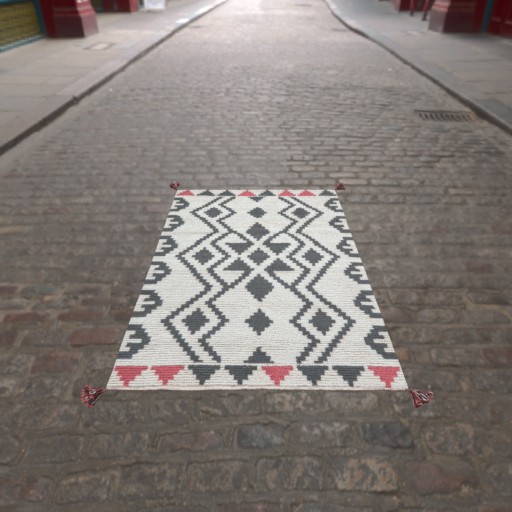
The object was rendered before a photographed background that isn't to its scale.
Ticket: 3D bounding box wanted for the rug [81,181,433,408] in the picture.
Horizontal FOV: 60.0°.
[{"bbox_3d":[0.000,0.000,3.238,1.741,0.066,2.672,0,32,0],"label":"rug"}]
